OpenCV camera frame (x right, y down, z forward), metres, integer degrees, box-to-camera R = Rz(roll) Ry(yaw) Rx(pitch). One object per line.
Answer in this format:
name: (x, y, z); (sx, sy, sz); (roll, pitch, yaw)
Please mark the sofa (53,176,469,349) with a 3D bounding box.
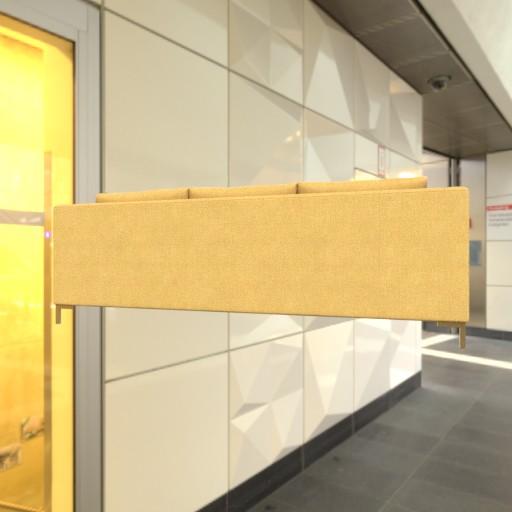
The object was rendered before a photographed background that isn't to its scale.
sofa: (0.000, 0.000, 2.898); (2.415, 0.867, 0.969); (0, 0, 19)
